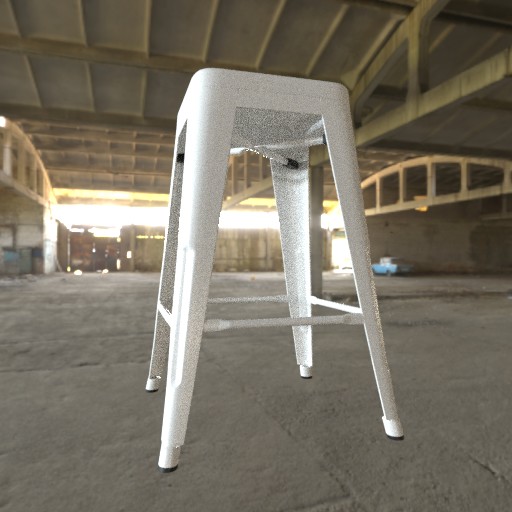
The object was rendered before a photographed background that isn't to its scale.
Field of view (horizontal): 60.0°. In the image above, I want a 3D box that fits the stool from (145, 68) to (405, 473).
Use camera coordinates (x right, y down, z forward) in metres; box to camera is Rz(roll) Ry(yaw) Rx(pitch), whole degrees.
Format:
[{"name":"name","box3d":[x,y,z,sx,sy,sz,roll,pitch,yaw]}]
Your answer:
[{"name":"stool","box3d":[0.000,0.000,0.872,0.406,0.610,0.406,0,0,-17]}]
